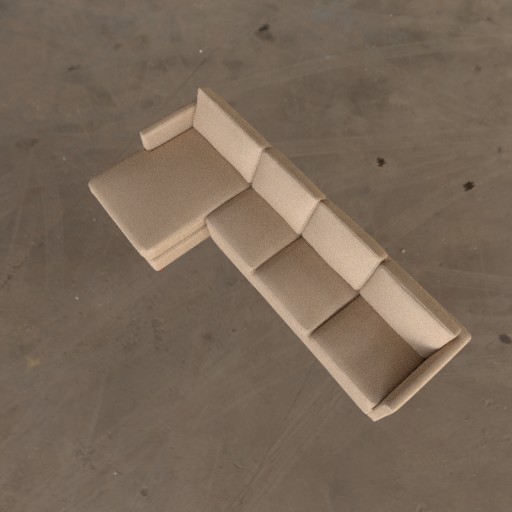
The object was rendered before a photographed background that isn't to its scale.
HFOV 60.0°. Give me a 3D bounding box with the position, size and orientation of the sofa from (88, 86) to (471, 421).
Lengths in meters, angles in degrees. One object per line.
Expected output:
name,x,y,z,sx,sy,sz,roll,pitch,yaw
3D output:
sofa,0.000,0.000,3.757,1.502,0.876,3.201,-36,69,-16
